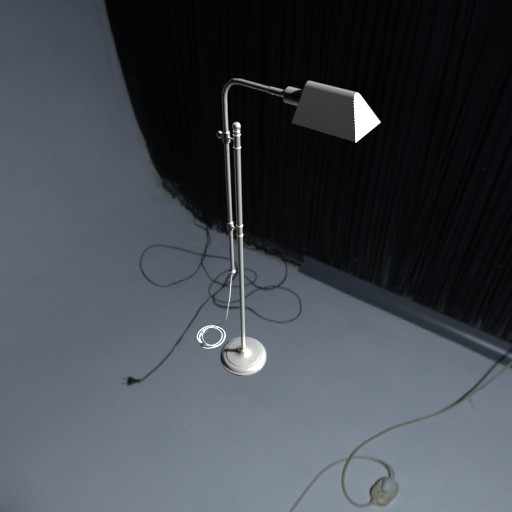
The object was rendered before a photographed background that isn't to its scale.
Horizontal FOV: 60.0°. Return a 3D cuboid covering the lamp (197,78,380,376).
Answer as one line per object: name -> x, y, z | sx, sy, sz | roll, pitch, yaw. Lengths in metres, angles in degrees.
lamp -> 0.000, 0.000, 1.917 | 0.813, 1.571, 0.256 | 26, 47, 27
